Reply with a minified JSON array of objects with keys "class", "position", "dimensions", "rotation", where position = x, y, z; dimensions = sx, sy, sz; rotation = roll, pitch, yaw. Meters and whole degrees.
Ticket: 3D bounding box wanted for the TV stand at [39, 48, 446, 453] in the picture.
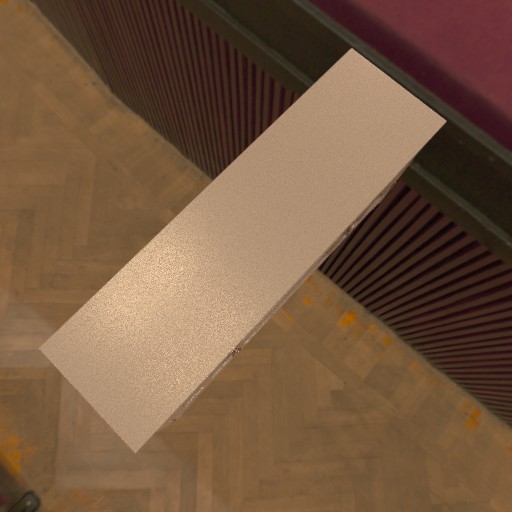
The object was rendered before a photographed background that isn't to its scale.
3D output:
[{"class":"TV stand","position":[0.000,0.000,1.437],"dimensions":[0.344,0.603,1.167],"rotation":[42,80,10]}]
